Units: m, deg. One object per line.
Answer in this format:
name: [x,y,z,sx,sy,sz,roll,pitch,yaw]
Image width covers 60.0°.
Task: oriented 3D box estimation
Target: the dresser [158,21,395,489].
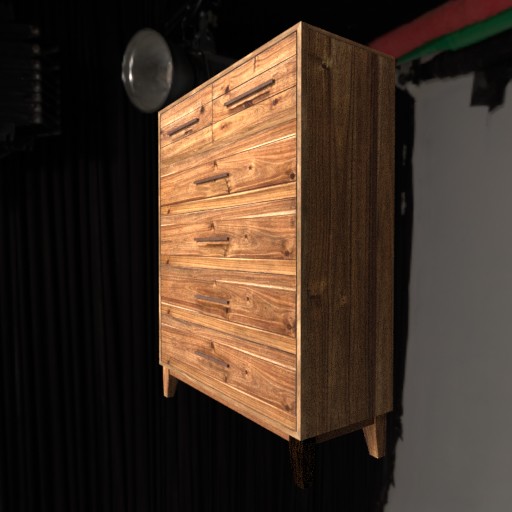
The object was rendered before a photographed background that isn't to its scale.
dresser: [0.000,0.000,1.862,0.442,1.393,1.062,-1,1,-35]
